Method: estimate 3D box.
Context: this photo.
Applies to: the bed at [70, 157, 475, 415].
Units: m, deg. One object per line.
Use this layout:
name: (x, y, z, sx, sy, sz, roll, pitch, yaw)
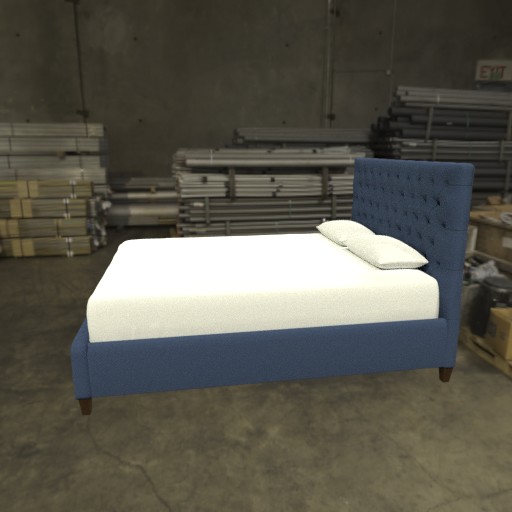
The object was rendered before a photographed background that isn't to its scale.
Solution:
bed: (0.000, 0.000, 3.380, 2.387, 1.427, 1.706, -2, 14, -9)
